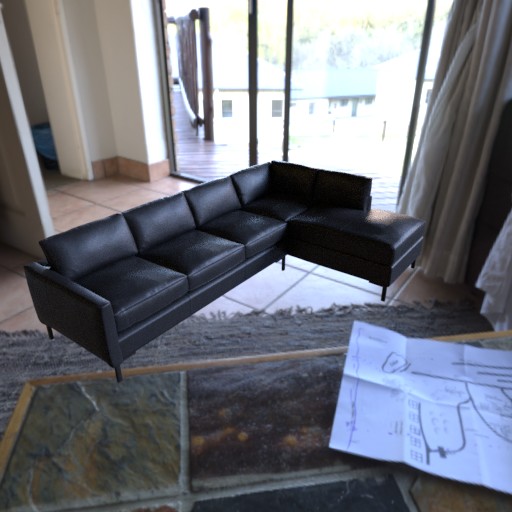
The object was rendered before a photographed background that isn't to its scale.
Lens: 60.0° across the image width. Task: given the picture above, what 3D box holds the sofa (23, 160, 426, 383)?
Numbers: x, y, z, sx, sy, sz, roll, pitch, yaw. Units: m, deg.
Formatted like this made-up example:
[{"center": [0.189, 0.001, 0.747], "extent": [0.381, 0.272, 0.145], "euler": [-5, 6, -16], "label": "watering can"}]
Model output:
[{"center": [0.000, 0.000, 3.782], "extent": [1.938, 0.877, 2.984], "euler": [18, 32, 33], "label": "sofa"}]
